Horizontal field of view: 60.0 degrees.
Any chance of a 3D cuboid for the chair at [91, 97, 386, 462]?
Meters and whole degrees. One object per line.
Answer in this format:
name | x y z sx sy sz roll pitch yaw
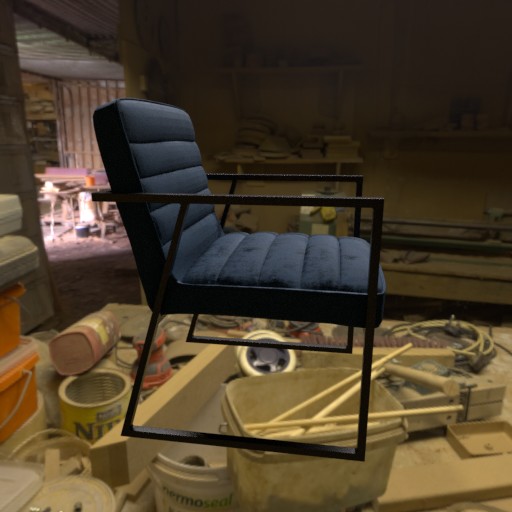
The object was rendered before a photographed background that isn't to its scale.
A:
chair | 0.000 0.000 1.257 0.677 0.833 0.571 2 15 9
